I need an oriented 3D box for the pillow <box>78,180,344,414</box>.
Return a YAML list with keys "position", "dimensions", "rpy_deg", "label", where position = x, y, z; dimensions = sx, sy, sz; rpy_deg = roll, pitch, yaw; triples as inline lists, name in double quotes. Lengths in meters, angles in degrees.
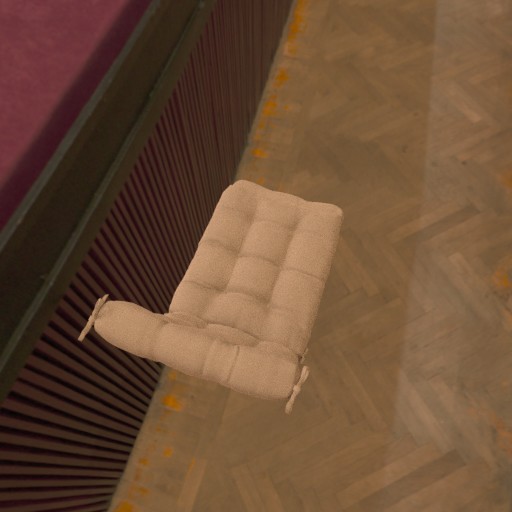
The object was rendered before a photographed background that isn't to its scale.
- position: [0.000, 0.000, 1.507]
  dimensions: [0.526, 0.863, 1.016]
  rpy_deg: [17, 65, 8]
  label: "pillow"
